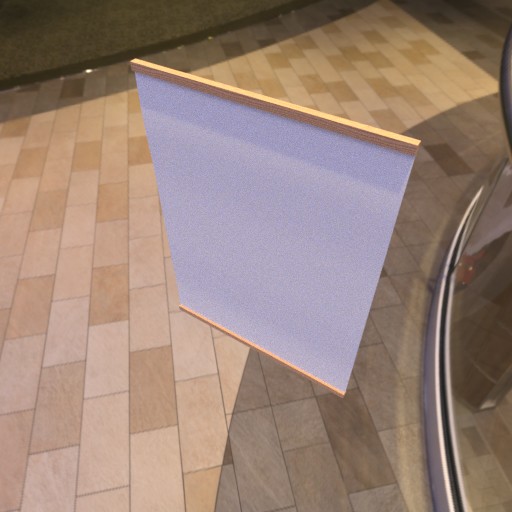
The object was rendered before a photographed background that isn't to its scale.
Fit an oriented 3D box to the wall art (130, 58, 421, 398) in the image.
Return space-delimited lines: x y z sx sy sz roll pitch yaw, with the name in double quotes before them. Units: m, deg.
"wall art" 0.000 0.000 1.348 0.739 1.016 0.020 24 50 22
